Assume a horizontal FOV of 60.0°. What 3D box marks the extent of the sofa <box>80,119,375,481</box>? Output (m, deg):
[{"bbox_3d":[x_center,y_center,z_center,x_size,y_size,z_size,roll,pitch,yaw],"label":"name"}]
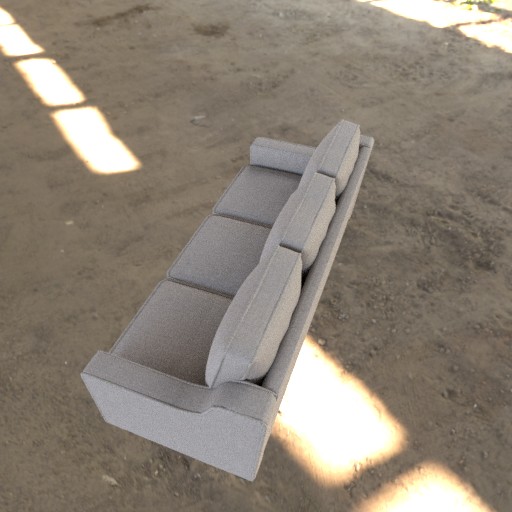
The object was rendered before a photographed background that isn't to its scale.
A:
[{"bbox_3d":[0.000,0.000,2.593,0.899,0.950,2.129,15,47,15],"label":"sofa"}]
